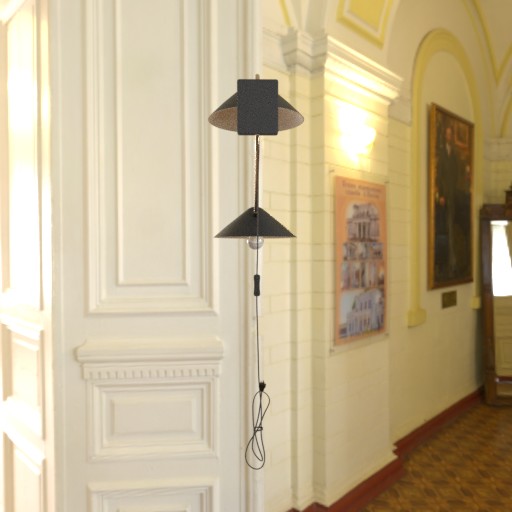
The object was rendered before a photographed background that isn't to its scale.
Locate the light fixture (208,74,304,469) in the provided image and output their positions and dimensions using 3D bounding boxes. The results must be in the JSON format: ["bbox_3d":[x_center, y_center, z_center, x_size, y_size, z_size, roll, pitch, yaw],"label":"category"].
[{"bbox_3d":[0.000,0.000,0.885,0.189,0.665,0.422,0,1,-1],"label":"light fixture"}]
